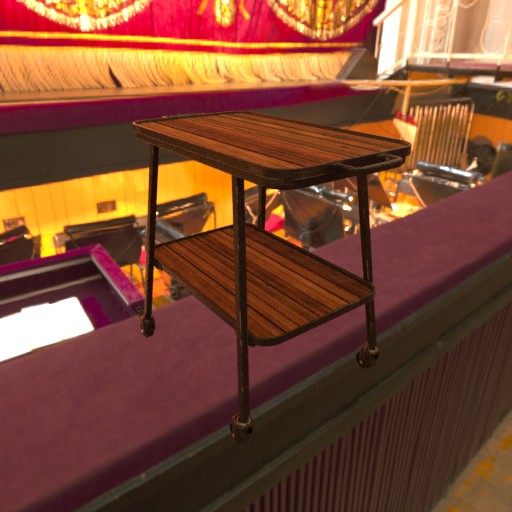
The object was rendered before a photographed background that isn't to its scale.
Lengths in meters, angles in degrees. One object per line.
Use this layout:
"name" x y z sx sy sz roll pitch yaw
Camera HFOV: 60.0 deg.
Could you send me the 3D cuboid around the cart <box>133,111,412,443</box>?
"cart" 0.000 0.000 1.273 0.515 0.700 0.806 -18 31 -33
